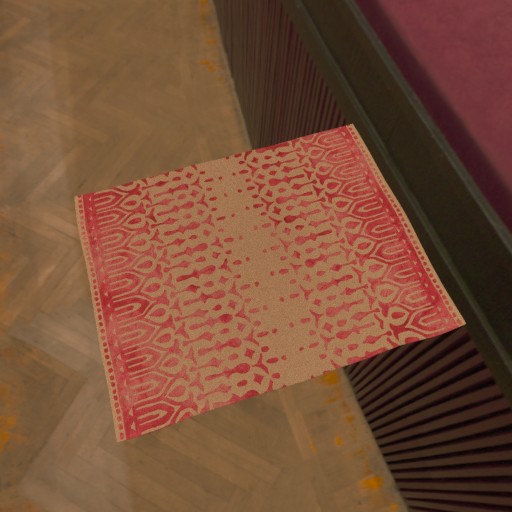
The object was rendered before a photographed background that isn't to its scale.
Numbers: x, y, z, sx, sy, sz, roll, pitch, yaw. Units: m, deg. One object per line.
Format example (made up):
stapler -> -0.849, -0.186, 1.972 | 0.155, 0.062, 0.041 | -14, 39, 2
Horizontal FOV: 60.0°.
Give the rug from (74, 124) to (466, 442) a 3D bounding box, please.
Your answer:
rug -> 0.000, 0.000, 4.166 | 3.095, 0.016, 2.441 | -16, 64, -8
